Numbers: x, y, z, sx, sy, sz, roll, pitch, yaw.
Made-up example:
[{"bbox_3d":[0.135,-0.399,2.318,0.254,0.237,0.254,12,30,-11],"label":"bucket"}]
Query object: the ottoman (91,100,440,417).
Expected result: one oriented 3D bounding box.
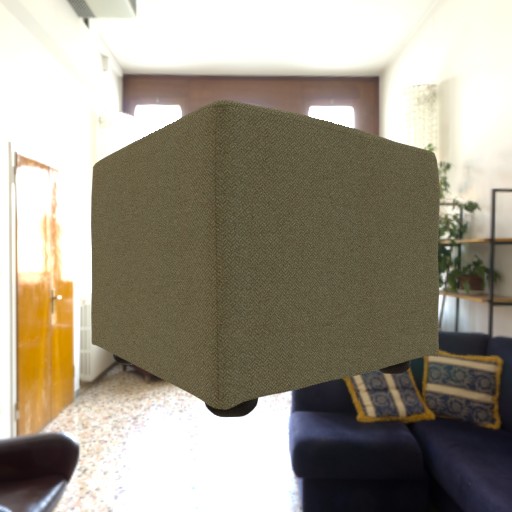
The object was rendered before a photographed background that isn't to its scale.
[{"bbox_3d":[0.000,0.000,0.896,0.512,0.453,0.521,0,0,-37],"label":"ottoman"}]
